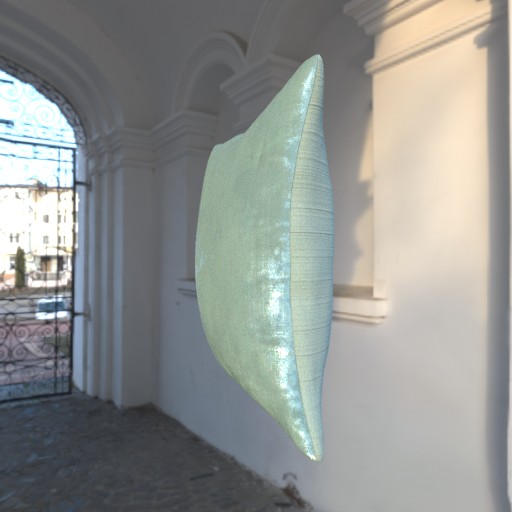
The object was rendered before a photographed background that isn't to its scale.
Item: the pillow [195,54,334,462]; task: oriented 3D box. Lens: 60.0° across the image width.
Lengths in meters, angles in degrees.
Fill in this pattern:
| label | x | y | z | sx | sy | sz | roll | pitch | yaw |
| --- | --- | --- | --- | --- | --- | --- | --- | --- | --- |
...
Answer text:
| label | x | y | z | sx | sy | sz | roll | pitch | yaw |
| --- | --- | --- | --- | --- | --- | --- | --- | --- | --- |
| pillow | 0.000 | 0.000 | 0.717 | 0.175 | 0.464 | 0.470 | 0 | 0 | -18 |
